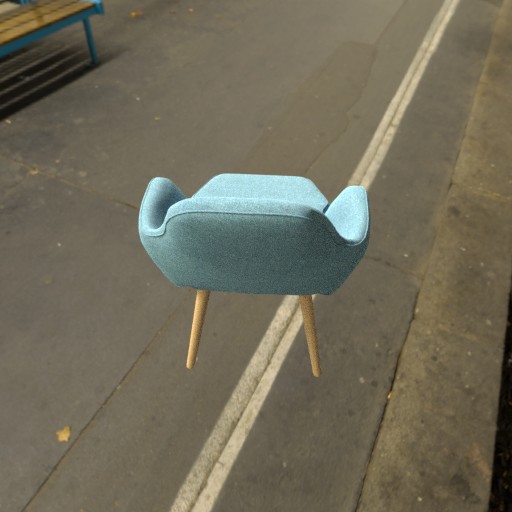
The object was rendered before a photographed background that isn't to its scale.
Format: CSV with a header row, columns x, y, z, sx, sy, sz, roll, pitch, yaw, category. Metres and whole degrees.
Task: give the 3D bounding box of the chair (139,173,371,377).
x,y,z,sx,sy,sz,roll,pitch,yaw,category
0.000,0.000,1.328,0.589,0.920,0.666,3,47,3,chair
